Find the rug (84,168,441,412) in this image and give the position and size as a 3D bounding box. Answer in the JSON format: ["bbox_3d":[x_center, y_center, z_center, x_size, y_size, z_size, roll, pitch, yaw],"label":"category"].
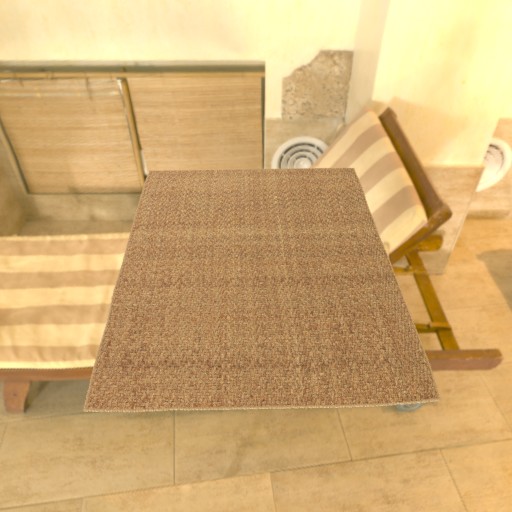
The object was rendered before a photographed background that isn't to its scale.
[{"bbox_3d":[0.000,0.000,4.070,2.439,0.013,3.048,-1,42,-1],"label":"rug"}]
